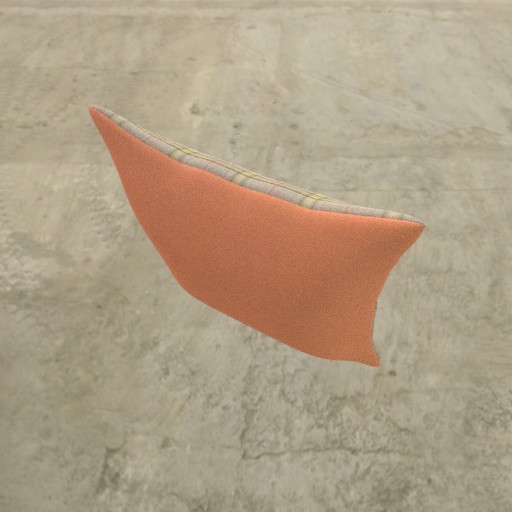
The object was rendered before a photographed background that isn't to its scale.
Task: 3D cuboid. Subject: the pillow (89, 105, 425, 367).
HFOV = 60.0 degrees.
[{"bbox_3d":[0.000,0.000,0.693,0.453,0.430,0.200,24,50,22],"label":"pillow"}]
